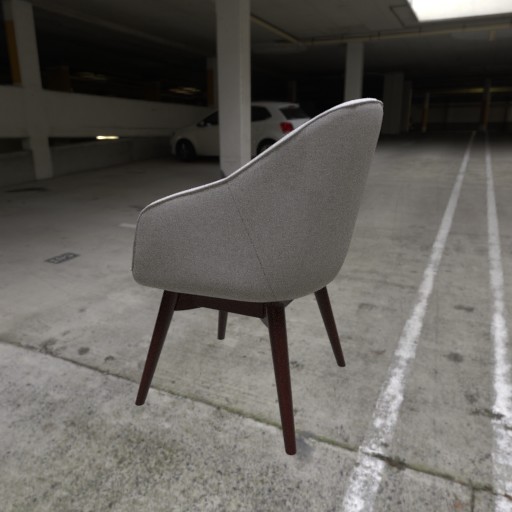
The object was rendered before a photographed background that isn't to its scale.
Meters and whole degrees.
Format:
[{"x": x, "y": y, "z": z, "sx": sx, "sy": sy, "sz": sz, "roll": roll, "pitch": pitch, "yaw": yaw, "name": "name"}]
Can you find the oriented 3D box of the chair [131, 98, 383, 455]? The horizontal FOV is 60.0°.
[{"x": 0.000, "y": 0.000, "z": 1.258, "sx": 0.635, "sy": 0.823, "sz": 0.596, "roll": 7, "pitch": 17, "yaw": 25, "name": "chair"}]
